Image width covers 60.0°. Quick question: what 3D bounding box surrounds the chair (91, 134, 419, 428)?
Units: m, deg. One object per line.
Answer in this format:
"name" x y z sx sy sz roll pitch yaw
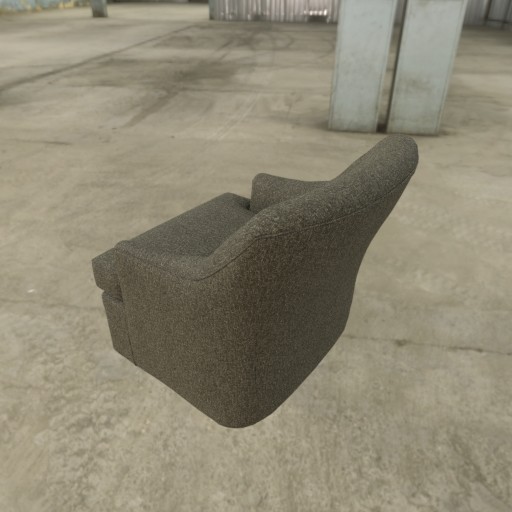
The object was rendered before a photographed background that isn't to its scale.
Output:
"chair" 0.000 0.000 1.586 0.923 0.856 0.864 21 37 31
